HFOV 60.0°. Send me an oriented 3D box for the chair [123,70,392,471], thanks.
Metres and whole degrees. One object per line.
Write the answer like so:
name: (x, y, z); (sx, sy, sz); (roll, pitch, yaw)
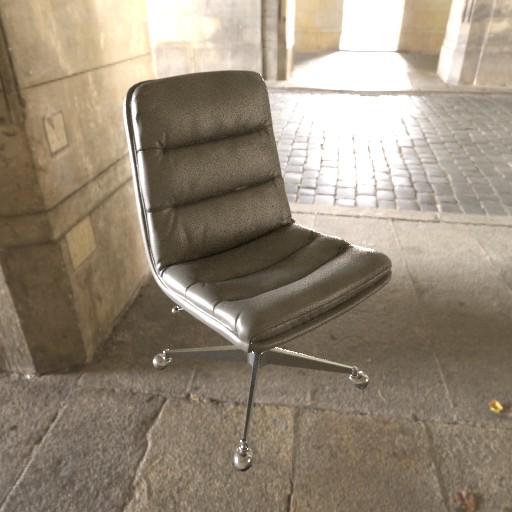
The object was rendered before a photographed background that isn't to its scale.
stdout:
chair: (0.000, 0.000, 1.009); (0.422, 0.738, 0.485); (-21, 36, -32)
